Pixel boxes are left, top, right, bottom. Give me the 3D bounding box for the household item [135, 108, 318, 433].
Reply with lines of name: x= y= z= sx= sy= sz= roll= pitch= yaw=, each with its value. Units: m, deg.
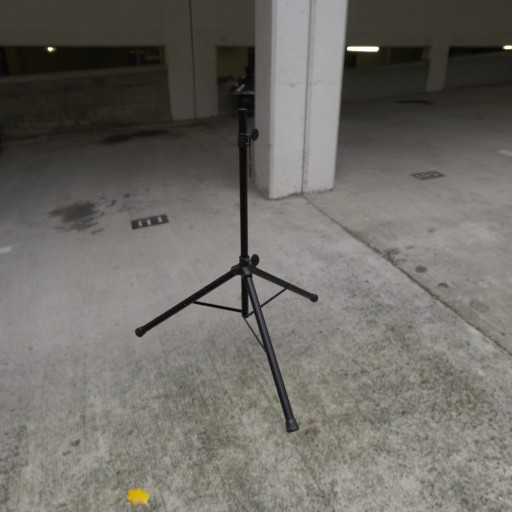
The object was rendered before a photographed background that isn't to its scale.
household item: x=0.000 y=0.000 z=1.848 sx=1.045 sy=1.136 sz=0.907 roll=-8 pitch=27 yaw=-17
